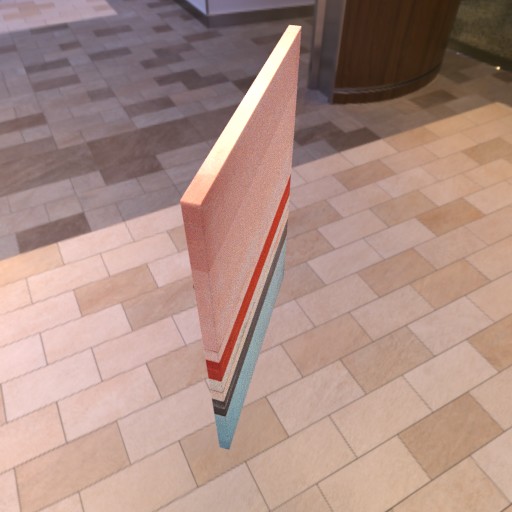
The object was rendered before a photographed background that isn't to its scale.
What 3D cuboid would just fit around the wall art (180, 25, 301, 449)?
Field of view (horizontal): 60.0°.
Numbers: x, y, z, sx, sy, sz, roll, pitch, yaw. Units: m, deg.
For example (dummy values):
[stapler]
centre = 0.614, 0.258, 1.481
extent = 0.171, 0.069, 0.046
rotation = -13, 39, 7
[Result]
[wall art]
centre = 0.000, 0.000, 1.301
extent = 0.039, 1.016, 0.761
rotation = 12, 48, 11
